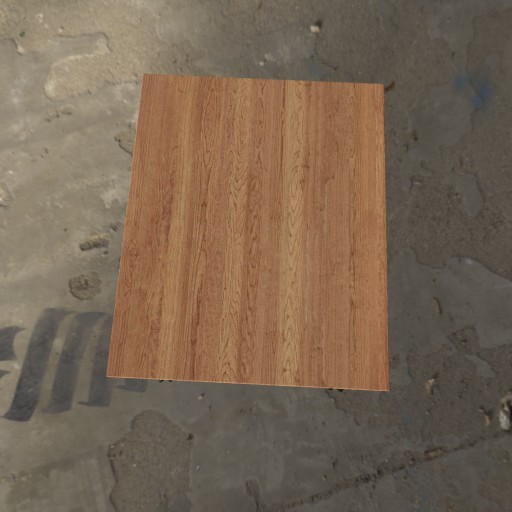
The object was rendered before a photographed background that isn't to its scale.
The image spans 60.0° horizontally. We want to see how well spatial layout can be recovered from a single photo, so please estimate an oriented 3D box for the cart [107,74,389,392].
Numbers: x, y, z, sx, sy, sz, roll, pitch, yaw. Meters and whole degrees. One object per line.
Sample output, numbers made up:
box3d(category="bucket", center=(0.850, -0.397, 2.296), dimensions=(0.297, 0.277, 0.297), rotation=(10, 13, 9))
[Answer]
box3d(category="cart", center=(0.000, 0.000, 1.113), dimensions=(0.558, 0.603, 0.666), rotation=(3, 77, 1))
